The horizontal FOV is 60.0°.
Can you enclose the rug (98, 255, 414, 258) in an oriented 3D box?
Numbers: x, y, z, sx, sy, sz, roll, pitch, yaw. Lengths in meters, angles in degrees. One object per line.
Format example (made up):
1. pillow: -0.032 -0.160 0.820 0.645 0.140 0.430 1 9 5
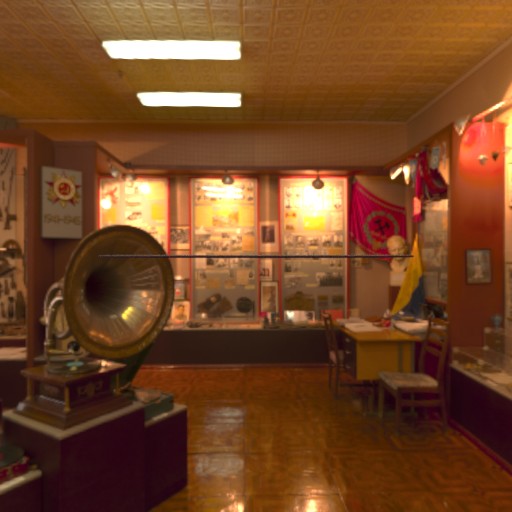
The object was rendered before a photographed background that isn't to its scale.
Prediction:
1. rug: 0.000 0.000 2.373 1.591 0.010 1.591 0 0 0
